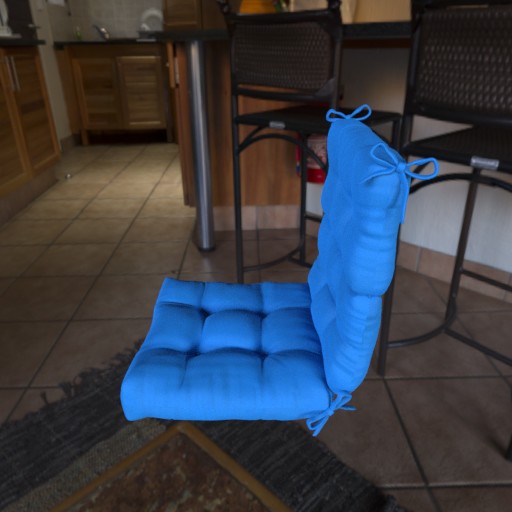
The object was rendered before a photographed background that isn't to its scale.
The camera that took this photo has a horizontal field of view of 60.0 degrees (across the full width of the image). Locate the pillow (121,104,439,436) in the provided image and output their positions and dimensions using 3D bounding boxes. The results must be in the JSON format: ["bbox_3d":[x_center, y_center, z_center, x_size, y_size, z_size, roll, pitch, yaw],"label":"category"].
[{"bbox_3d":[0.000,0.000,1.013,0.571,0.605,0.519,0,26,1],"label":"pillow"}]
